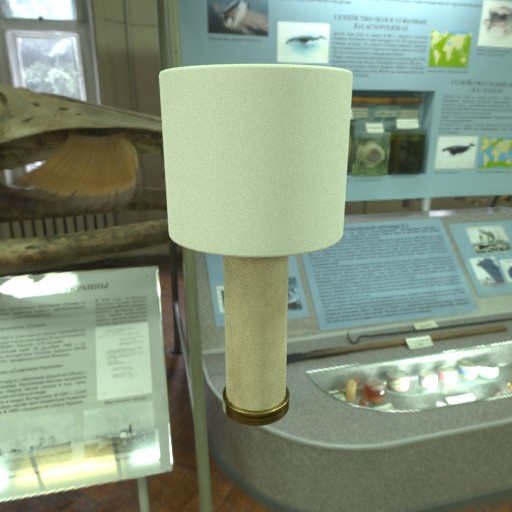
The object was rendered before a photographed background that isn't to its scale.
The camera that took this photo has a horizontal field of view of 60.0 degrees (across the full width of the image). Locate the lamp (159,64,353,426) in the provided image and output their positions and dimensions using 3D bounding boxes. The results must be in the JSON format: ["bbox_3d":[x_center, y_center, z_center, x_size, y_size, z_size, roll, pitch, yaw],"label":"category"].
[{"bbox_3d":[0.000,0.000,0.805,0.305,0.634,0.305,17,25,42],"label":"lamp"}]
